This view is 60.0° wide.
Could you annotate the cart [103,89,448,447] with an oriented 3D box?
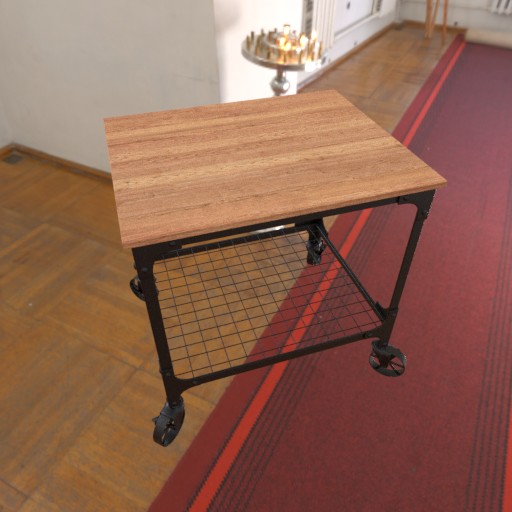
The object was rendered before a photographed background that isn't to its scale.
[{"bbox_3d":[0.000,0.000,1.118,0.666,0.603,0.558,-12,42,-14],"label":"cart"}]
